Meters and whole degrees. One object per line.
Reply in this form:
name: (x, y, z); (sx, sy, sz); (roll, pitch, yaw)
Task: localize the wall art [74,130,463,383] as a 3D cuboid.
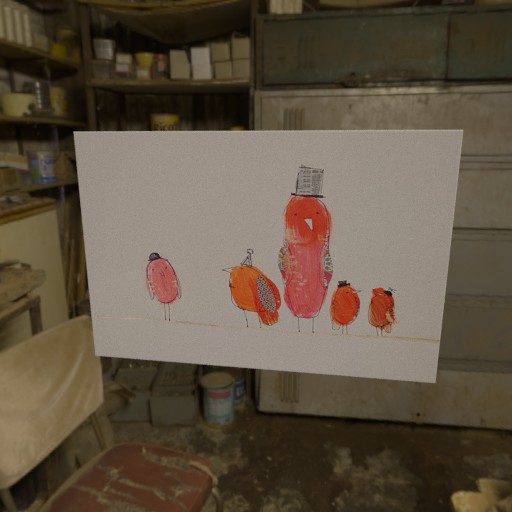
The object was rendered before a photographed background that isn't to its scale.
wall art: (0.000, 0.000, 1.123); (0.914, 0.609, 0.038); (2, 14, 9)
